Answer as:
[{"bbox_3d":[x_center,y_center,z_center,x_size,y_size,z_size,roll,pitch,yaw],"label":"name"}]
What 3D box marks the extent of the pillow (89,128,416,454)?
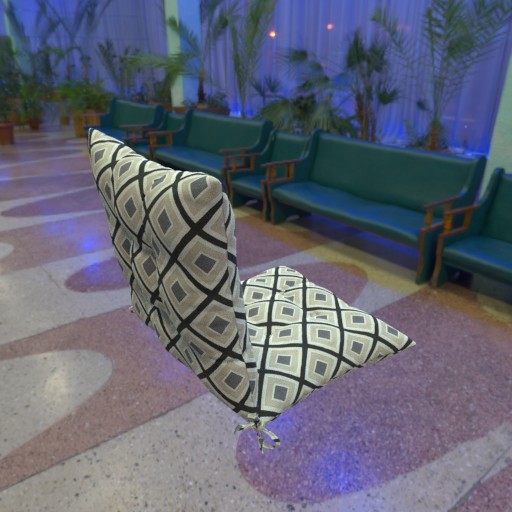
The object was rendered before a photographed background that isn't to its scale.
[{"bbox_3d":[0.000,0.000,0.986,0.585,0.536,0.541,-17,30,-32],"label":"pillow"}]
